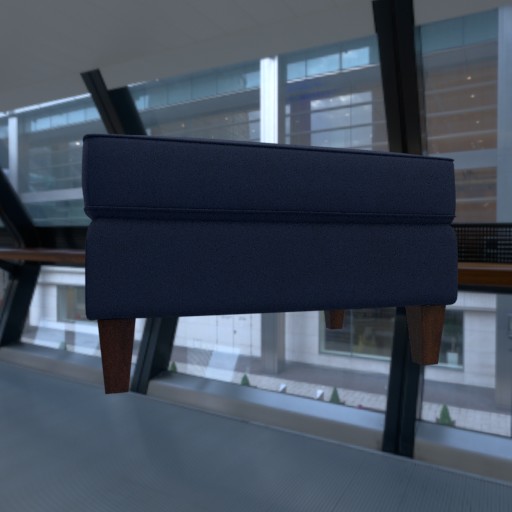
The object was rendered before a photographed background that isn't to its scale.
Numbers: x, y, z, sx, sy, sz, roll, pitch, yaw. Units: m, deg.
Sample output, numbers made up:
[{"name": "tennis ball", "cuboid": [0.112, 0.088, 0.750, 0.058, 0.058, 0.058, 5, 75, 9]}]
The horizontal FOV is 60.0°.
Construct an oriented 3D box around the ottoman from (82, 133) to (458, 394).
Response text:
[{"name": "ottoman", "cuboid": [0.000, 0.000, 1.363, 0.965, 0.584, 0.686, 0, 1, -17]}]
